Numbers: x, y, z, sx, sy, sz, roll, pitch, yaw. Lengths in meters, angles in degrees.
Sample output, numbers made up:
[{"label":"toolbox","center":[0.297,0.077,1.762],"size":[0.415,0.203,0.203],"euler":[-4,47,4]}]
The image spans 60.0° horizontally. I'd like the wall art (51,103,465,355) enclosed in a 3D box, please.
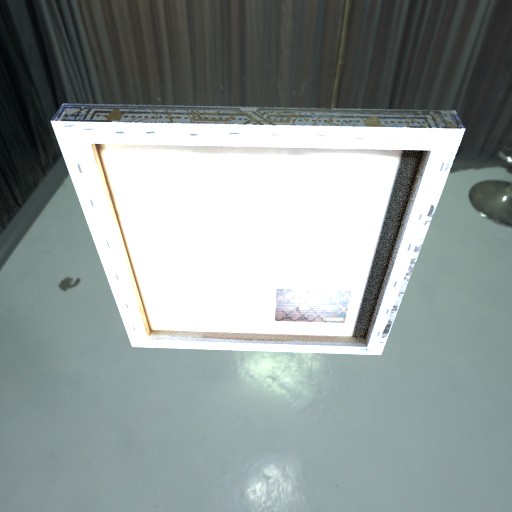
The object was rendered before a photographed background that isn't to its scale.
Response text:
[{"label":"wall art","center":[0.000,0.000,0.597],"size":[0.411,0.410,0.038],"euler":[2,46,2]}]
